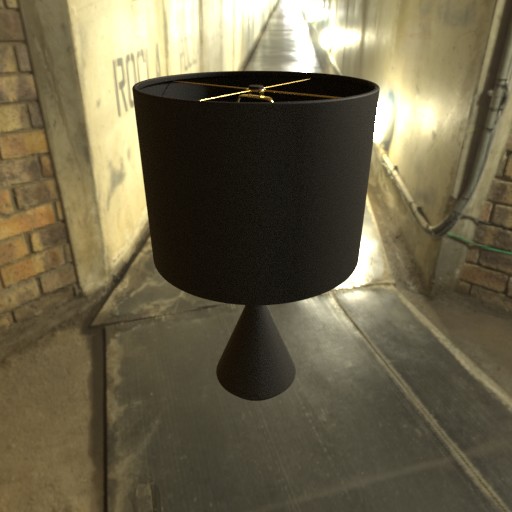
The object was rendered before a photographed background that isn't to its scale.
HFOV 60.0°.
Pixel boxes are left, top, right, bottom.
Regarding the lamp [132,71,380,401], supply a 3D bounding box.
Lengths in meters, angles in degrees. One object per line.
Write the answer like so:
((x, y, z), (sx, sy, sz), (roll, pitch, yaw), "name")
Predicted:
((0.000, 0.000, 0.798), (0.359, 0.584, 0.359), (19, 33, 31), "lamp")
